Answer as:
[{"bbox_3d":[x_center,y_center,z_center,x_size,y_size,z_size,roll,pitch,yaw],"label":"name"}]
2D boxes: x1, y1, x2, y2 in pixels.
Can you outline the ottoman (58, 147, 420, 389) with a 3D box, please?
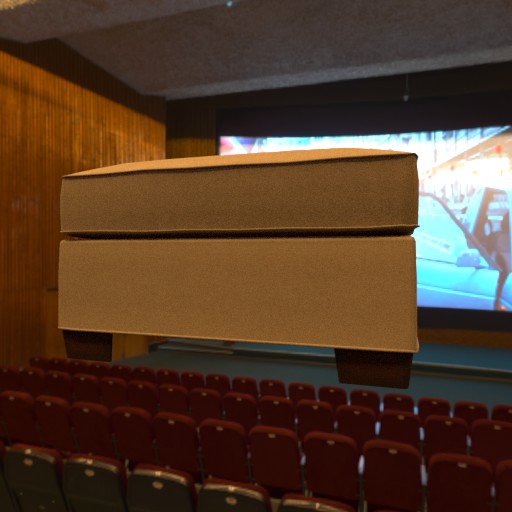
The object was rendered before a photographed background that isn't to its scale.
[{"bbox_3d":[0.000,0.000,1.244,0.846,0.503,0.617,0,0,18],"label":"ottoman"}]
